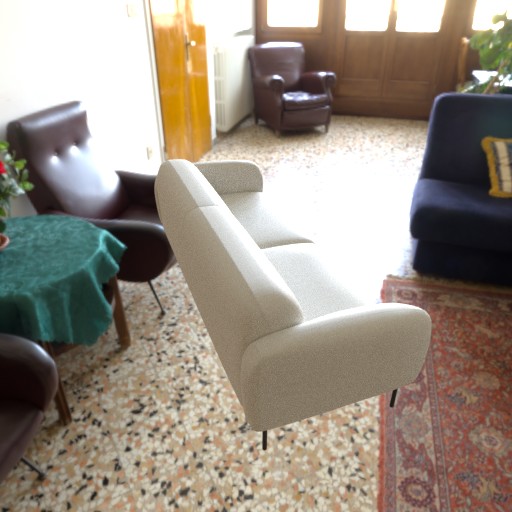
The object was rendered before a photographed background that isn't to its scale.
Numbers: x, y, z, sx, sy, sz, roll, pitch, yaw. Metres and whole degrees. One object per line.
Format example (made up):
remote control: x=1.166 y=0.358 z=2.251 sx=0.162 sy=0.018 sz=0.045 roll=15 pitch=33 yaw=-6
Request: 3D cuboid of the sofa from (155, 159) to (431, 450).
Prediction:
sofa: x=0.000 y=0.000 z=2.732 sx=0.880 sy=0.780 sz=2.257 roll=-11 pitch=32 yaw=-18
